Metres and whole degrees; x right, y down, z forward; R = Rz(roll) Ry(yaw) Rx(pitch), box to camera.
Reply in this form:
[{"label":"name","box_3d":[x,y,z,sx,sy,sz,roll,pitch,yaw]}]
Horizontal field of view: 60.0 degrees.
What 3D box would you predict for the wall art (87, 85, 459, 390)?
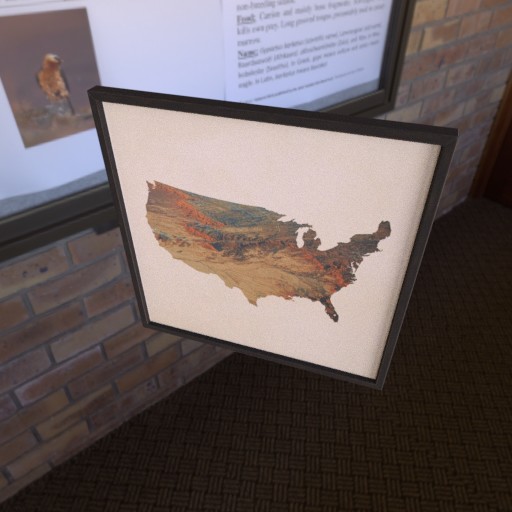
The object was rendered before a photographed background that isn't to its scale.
[{"label":"wall art","box_3d":[0.000,0.000,0.448,0.304,0.303,0.015,12,40,14]}]
